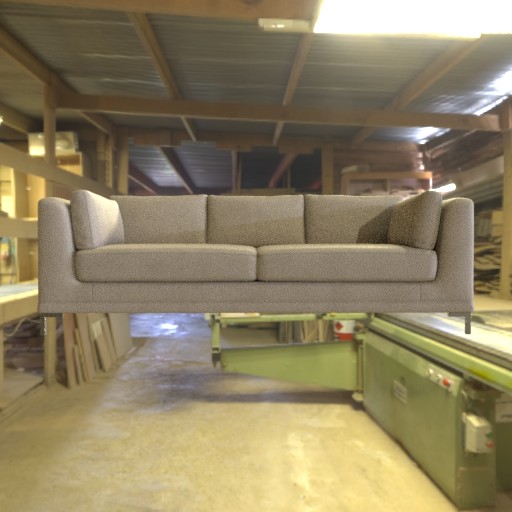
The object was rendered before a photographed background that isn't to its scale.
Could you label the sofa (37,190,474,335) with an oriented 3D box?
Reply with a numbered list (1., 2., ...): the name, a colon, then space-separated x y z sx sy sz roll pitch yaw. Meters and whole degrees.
1. sofa: 0.000 0.000 2.903 2.415 0.867 0.969 0 0 -1
